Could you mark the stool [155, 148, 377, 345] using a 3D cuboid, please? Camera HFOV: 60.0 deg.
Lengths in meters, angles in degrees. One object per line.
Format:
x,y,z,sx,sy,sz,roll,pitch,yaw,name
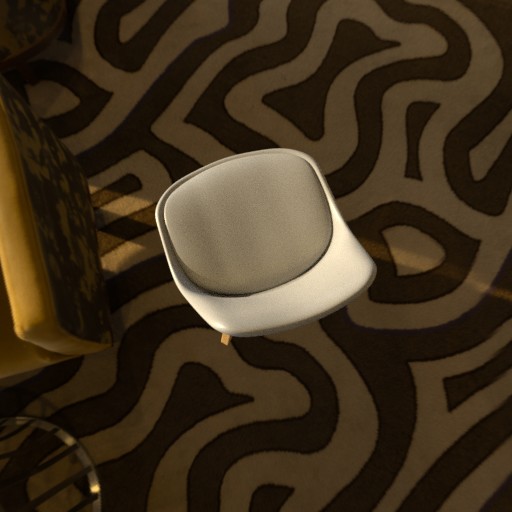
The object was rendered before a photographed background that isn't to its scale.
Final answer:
0.000,0.000,1.392,0.485,1.115,0.550,-19,77,-5,stool
